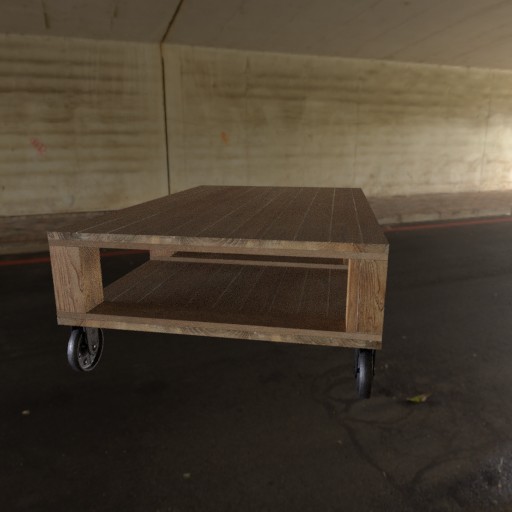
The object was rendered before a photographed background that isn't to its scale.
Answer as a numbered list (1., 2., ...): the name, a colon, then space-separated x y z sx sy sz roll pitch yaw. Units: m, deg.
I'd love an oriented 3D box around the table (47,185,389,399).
1. table: 0.000 0.000 1.708 0.827 0.413 1.299 3 14 10
